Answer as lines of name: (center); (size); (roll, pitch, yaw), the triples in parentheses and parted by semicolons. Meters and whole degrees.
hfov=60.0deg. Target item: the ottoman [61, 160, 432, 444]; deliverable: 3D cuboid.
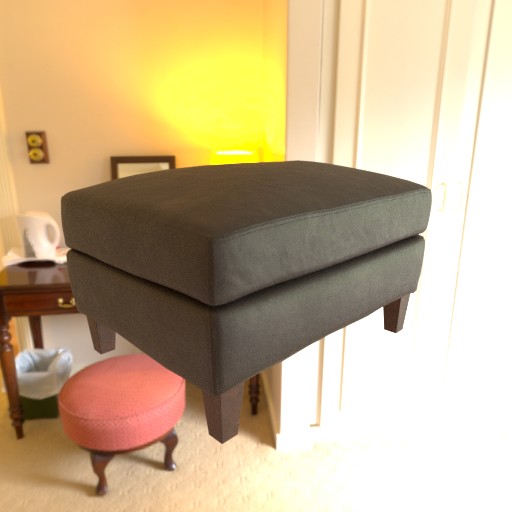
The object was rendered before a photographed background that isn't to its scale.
ottoman: (0.000, 0.000, 1.275); (0.659, 0.529, 0.887); (15, 22, 43)
